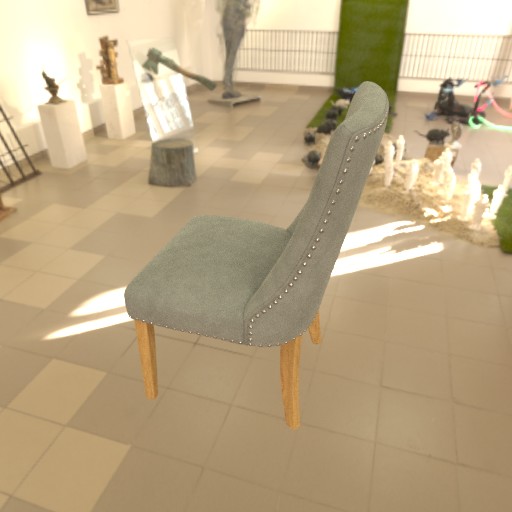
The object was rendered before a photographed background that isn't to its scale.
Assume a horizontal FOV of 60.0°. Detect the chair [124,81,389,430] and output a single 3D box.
[{"bbox_3d":[0.000,0.000,1.272,0.610,0.902,0.495,9,32,14],"label":"chair"}]
